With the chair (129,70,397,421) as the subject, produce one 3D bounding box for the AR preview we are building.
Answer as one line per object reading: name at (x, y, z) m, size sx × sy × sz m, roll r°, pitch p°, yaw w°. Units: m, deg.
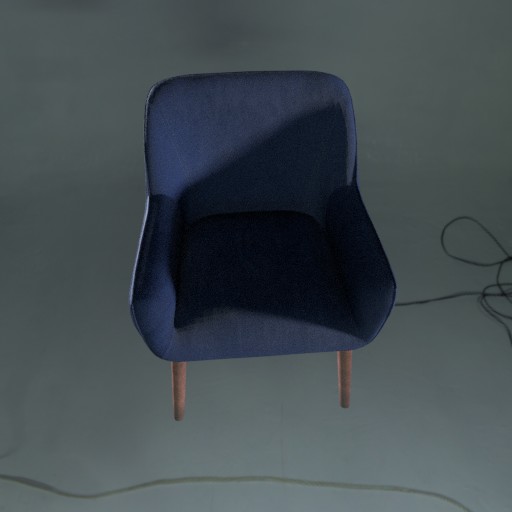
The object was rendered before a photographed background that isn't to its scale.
chair at (0.000, 0.000, 1.268) m, size 0.600 × 0.820 × 0.600 m, roll -3°, pitch 46°, yaw -3°
